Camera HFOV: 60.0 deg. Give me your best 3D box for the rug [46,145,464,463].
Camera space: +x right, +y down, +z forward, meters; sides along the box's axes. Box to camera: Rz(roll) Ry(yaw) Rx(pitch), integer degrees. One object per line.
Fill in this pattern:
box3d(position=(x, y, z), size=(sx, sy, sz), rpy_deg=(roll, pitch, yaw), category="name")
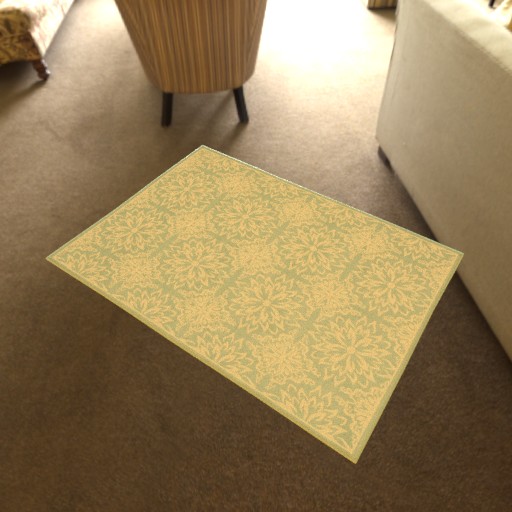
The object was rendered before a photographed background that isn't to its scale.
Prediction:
box3d(position=(0.000, 0.000, 2.875), size=(2.205, 0.014, 1.589), rpy_deg=(27, 53, 23), category="rug")
